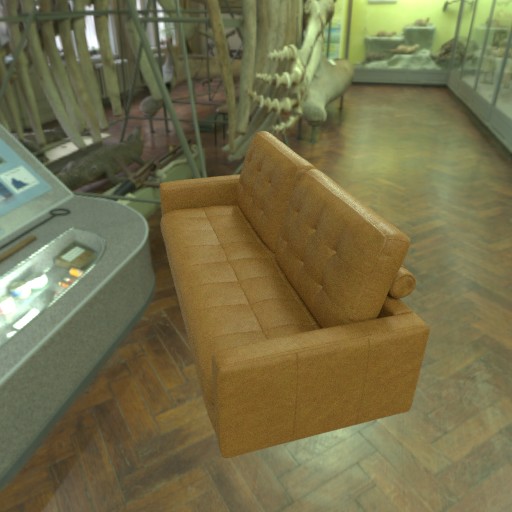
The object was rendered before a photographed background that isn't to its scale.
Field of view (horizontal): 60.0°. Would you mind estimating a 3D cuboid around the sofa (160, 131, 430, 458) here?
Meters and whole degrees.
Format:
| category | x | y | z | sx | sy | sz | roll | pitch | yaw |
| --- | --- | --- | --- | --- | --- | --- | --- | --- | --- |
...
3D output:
| category | x | y | z | sx | sy | sz | roll | pitch | yaw |
| --- | --- | --- | --- | --- | --- | --- | --- | --- | --- |
| sofa | 0.000 | 0.000 | 2.286 | 0.850 | 0.898 | 1.821 | -8 | 30 | -14 |
